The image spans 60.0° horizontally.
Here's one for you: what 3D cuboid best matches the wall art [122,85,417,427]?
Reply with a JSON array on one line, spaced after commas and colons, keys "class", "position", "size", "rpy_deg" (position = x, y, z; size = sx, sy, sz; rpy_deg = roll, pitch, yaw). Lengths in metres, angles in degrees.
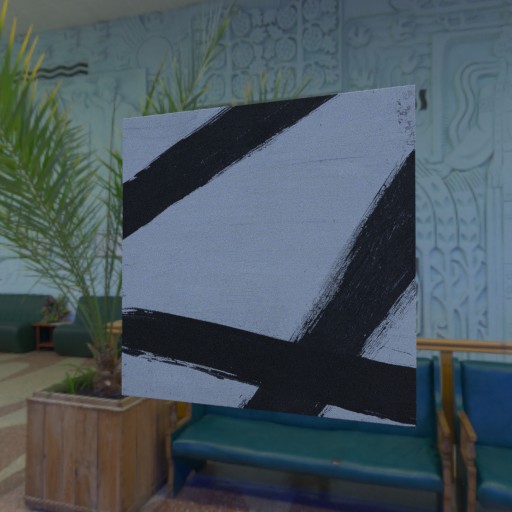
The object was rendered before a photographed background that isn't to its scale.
[{"class": "wall art", "position": [0.000, 0.000, 1.129], "size": [0.765, 0.765, 0.046], "rpy_deg": [0, -1, 18]}]
